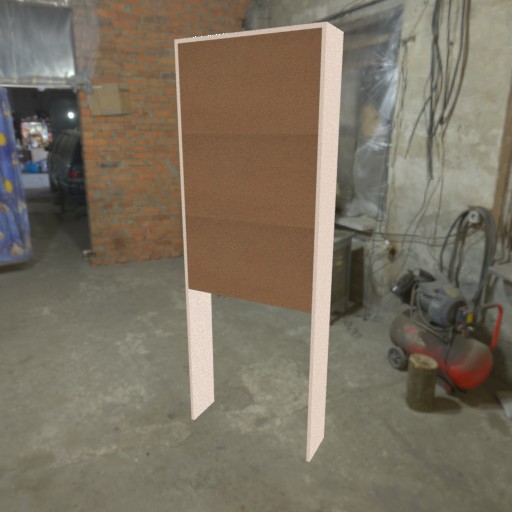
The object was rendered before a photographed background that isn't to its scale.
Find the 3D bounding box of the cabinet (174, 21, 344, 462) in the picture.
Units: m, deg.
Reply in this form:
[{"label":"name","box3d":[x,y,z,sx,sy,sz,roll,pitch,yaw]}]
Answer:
[{"label":"cabinet","box3d":[0.000,0.000,1.957,0.643,1.770,0.192,8,18,27]}]
